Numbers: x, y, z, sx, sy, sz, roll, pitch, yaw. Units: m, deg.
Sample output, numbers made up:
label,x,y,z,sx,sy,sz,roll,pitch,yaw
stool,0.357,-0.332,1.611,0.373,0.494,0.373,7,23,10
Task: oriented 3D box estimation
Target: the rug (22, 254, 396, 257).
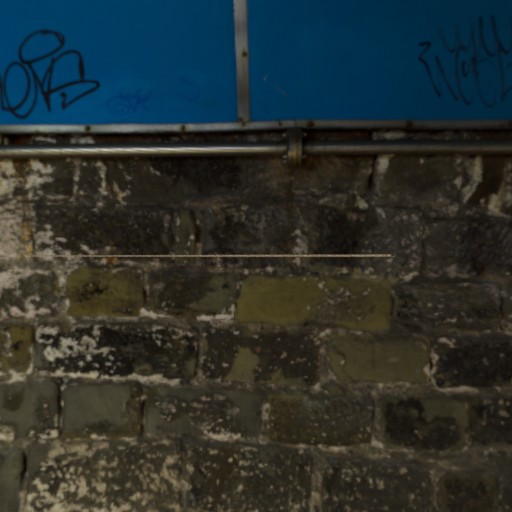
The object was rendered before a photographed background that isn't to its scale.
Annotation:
label,x,y,z,sx,sy,sz,roll,pitch,yaw
rug,0.000,0.000,3.925,2.371,0.012,3.000,0,0,18
